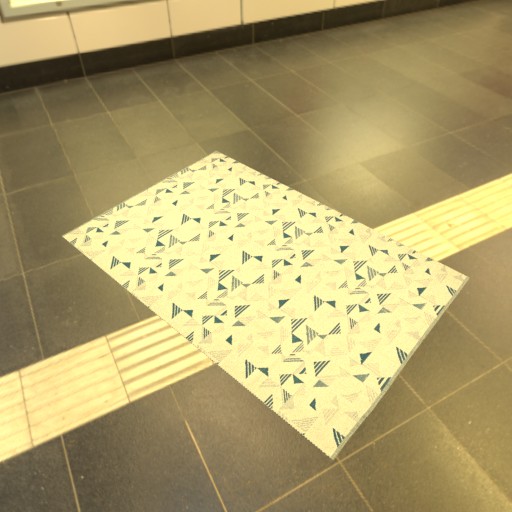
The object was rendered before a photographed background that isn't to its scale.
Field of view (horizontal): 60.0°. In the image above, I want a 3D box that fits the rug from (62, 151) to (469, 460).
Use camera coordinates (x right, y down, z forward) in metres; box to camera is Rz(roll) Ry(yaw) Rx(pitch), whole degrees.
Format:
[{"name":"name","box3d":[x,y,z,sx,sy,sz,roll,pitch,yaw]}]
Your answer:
[{"name":"rug","box3d":[0.000,0.000,2.356,1.835,0.003,1.206,32,53,28]}]
